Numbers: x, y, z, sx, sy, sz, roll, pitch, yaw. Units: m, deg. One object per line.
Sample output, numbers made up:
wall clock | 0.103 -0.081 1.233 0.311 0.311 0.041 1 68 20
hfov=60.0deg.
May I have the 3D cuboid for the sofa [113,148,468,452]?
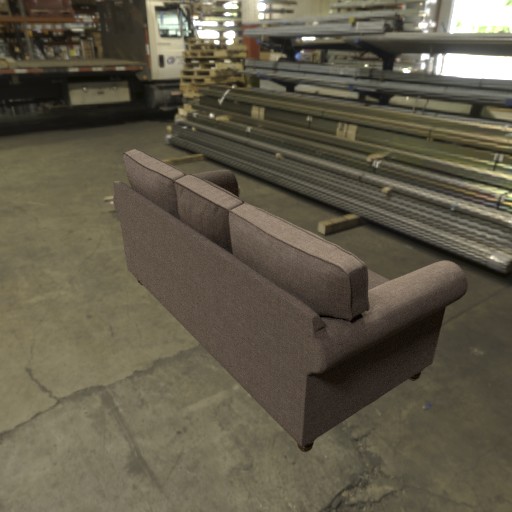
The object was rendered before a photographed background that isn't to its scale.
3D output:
sofa | 0.000 0.000 2.569 0.916 0.961 2.084 -18 32 -32
